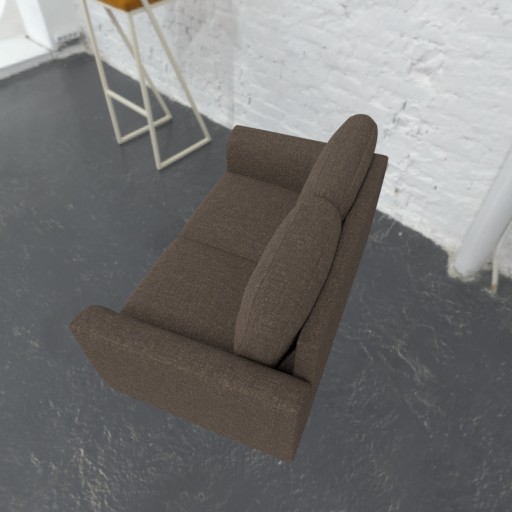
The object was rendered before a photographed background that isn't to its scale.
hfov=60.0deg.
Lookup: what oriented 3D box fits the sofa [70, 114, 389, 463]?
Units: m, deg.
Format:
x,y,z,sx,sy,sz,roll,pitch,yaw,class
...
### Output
x,y,z,sx,sy,sz,roll,pitch,yaw,class
0.000,0.000,1.979,0.851,0.885,1.423,16,49,15,sofa
